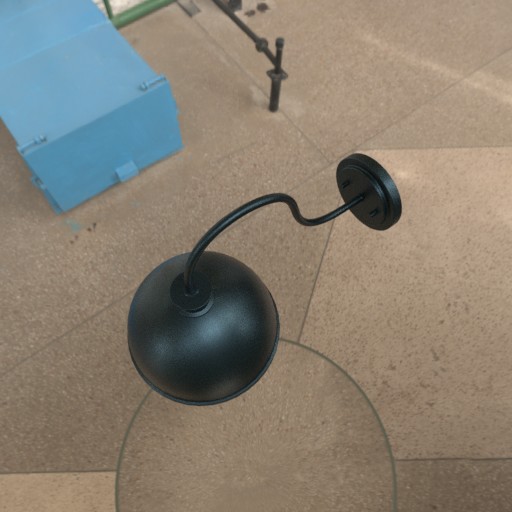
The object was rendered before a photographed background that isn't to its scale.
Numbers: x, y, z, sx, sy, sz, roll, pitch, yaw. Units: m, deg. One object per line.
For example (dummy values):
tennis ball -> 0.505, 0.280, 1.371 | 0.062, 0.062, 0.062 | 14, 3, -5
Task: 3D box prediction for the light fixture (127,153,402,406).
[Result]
light fixture -> 0.000, 0.000, 0.641 | 0.467, 0.295, 0.253 | -33, 68, -15
